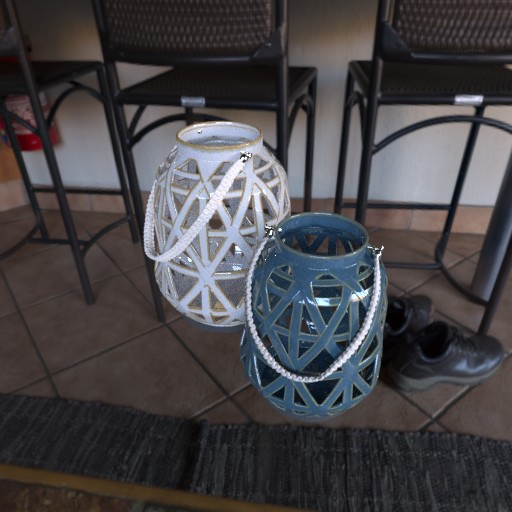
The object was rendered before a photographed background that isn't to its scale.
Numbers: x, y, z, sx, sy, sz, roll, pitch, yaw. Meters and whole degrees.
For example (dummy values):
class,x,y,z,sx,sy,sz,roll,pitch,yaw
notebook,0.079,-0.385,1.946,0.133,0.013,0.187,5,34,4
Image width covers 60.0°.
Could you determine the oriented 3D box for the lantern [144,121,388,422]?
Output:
class,x,y,z,sx,sy,sz,roll,pitch,yaw
lantern,0.000,0.000,0.646,0.245,0.307,0.439,-20,37,-29
